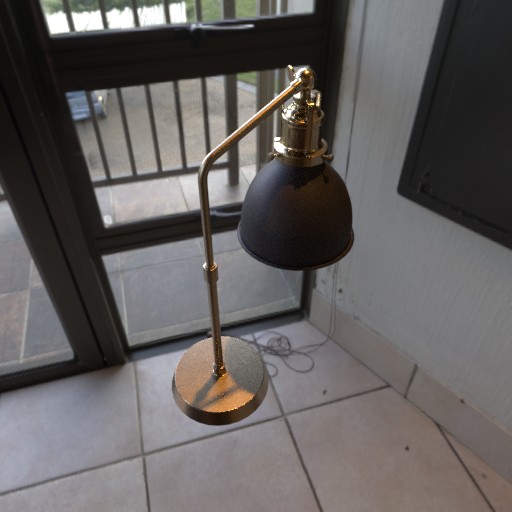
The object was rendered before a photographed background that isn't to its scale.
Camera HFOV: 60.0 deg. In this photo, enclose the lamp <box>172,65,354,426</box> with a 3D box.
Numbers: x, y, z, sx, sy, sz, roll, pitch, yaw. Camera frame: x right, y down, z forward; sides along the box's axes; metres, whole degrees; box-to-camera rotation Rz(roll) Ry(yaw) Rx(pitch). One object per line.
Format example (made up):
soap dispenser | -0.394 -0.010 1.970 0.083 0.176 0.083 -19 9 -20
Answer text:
lamp | 0.000 0.000 0.587 0.291 0.456 0.160 -25 46 -26
